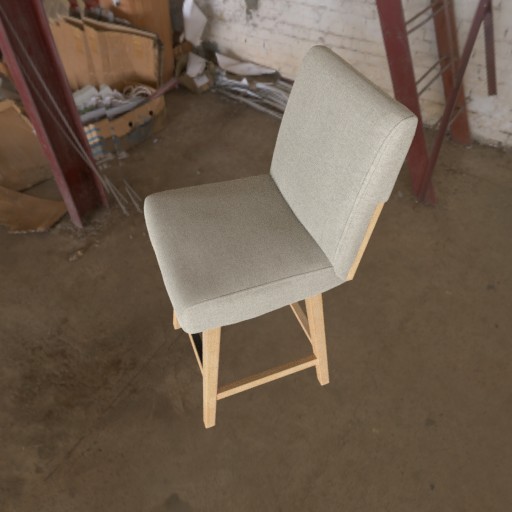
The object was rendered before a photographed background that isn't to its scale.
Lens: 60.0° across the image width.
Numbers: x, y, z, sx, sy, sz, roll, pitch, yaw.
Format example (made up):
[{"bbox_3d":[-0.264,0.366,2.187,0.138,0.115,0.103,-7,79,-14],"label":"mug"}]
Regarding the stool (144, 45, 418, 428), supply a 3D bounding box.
[{"bbox_3d":[0.000,0.000,1.410,0.606,1.085,0.507,-16,48,-15],"label":"stool"}]
